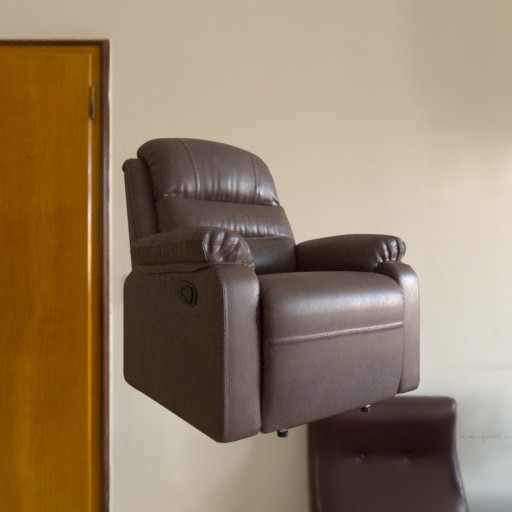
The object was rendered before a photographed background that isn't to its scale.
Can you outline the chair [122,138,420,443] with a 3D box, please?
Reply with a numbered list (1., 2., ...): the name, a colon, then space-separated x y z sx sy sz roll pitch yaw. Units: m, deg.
1. chair: 0.000 0.000 1.622 0.855 0.992 0.919 0 0 -35
